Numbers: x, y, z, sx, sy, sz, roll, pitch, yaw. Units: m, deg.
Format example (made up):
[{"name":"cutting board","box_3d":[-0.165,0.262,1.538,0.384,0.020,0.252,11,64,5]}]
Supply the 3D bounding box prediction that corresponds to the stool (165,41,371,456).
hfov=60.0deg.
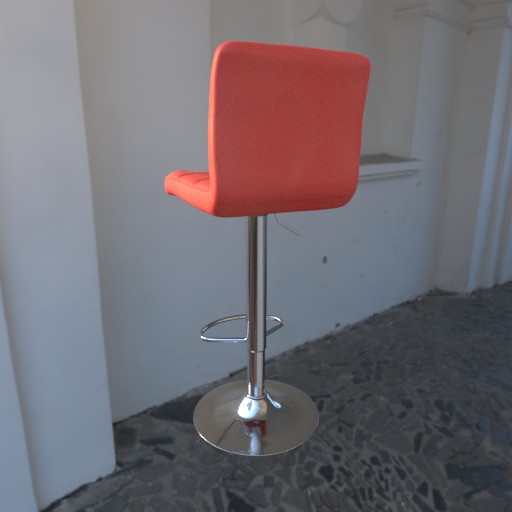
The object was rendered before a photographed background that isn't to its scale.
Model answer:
[{"name":"stool","box_3d":[0.000,0.000,1.367,0.430,1.115,0.505,-7,17,-26]}]
